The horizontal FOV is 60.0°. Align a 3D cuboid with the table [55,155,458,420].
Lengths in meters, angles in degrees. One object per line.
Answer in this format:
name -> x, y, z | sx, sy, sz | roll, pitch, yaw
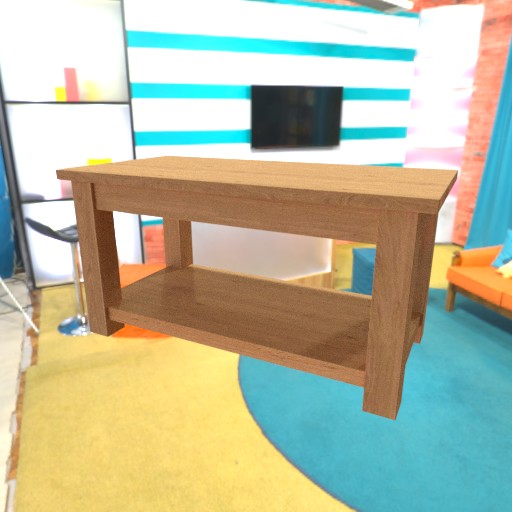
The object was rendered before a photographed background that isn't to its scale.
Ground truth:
table -> 0.000, 0.000, 1.174 | 0.899, 0.452, 0.450 | 9, 20, 26
